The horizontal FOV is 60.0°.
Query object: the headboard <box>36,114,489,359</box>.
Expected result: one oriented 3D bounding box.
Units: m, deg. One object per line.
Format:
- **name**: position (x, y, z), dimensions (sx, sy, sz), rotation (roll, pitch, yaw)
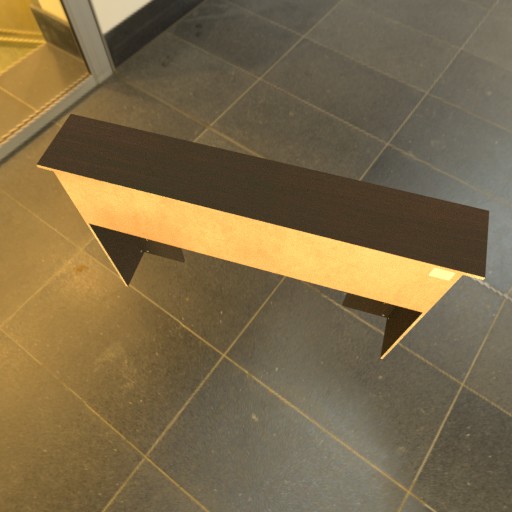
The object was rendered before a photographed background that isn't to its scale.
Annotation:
- **headboard**: position (0.000, 0.000, 2.127), dimensions (1.671, 1.092, 0.279), rotation (15, 63, 8)
